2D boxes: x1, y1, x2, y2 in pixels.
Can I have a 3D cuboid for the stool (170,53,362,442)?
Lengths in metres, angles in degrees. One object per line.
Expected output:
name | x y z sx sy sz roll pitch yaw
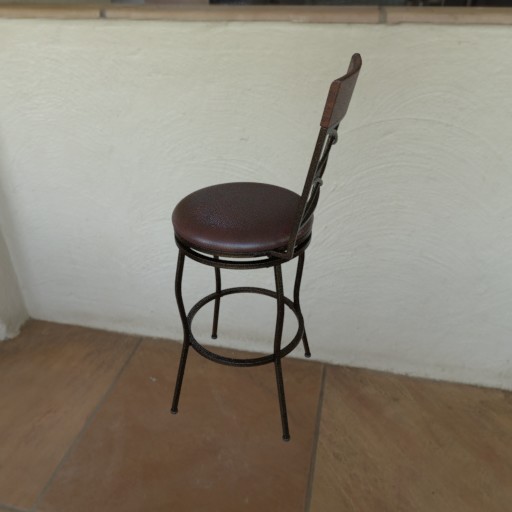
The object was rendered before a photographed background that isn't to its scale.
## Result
stool | 0.000 0.000 1.389 0.513 1.130 0.448 8 32 13
